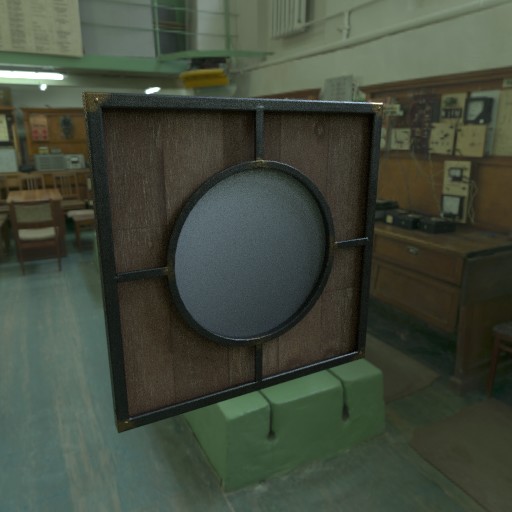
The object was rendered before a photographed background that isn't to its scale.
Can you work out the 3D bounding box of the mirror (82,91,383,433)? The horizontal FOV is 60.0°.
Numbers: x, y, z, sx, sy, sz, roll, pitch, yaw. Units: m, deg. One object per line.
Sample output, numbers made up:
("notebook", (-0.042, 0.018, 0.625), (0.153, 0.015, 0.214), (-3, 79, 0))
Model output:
("mirror", (0.000, 0.000, 0.568), (0.382, 0.381, 0.020), (-8, 18, -27))
